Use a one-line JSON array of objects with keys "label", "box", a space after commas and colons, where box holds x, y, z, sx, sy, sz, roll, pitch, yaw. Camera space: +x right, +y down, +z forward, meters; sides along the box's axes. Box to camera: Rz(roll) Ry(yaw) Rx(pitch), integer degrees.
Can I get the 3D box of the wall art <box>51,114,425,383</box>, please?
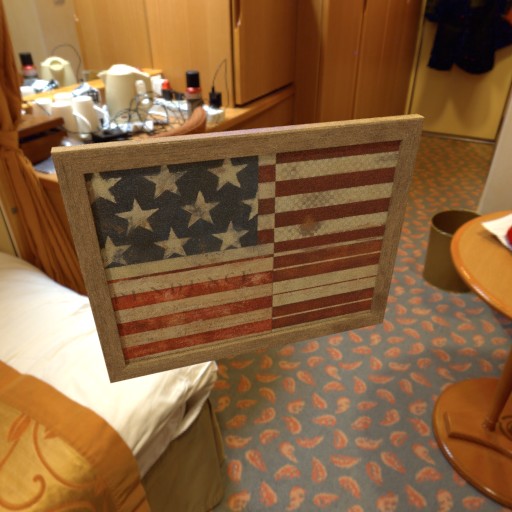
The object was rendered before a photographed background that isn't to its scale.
[{"label": "wall art", "box": [0.000, 0.000, 0.943, 0.690, 0.535, 0.026, -9, 34, -14]}]
